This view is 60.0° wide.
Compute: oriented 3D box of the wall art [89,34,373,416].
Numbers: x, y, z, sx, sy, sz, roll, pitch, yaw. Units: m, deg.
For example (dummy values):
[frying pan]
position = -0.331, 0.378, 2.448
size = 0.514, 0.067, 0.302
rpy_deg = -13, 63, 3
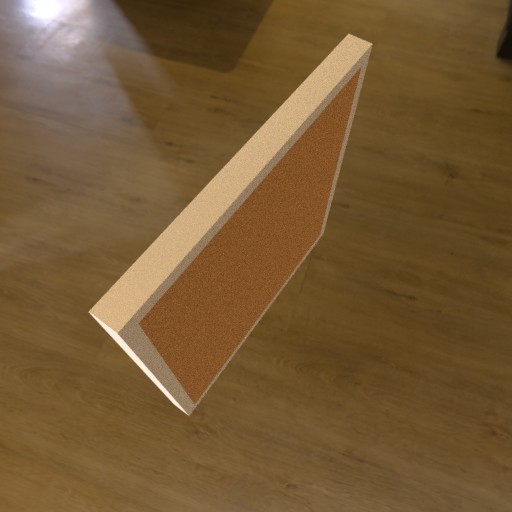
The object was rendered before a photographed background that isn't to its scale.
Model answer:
[wall art]
position = 0.000, 0.000, 0.744
size = 0.038, 0.508, 0.507
rpy_deg = 32, 66, 16
